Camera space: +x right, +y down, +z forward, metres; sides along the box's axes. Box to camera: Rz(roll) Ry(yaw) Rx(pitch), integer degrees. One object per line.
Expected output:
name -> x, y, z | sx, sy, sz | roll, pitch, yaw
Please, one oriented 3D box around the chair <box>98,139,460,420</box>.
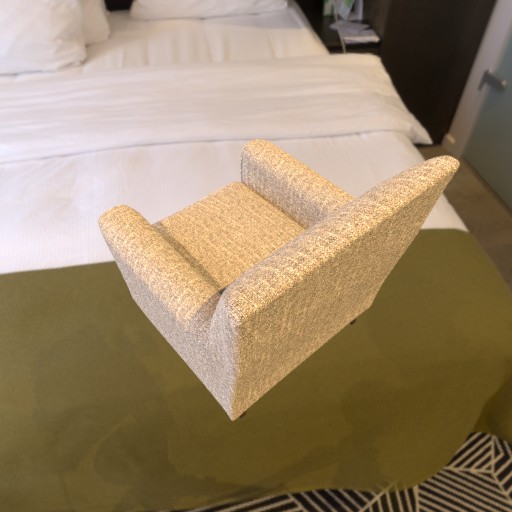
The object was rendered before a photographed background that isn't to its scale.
chair -> 0.000, 0.000, 1.672 | 0.864, 0.928, 0.873 | -33, 55, -27
